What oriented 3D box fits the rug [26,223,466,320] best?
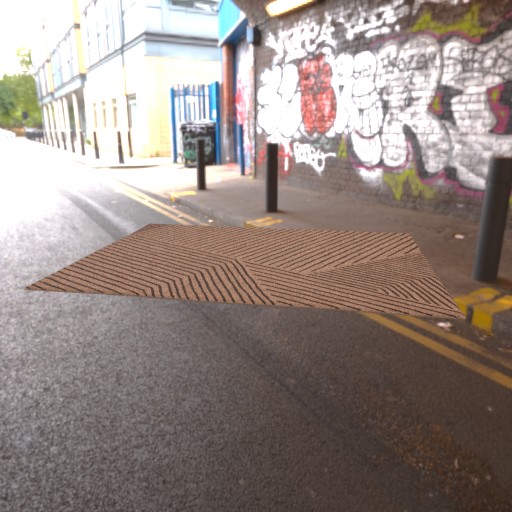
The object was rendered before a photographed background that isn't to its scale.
[{"bbox_3d":[0.000,0.000,3.264,2.449,0.028,1.829,3,17,10],"label":"rug"}]
